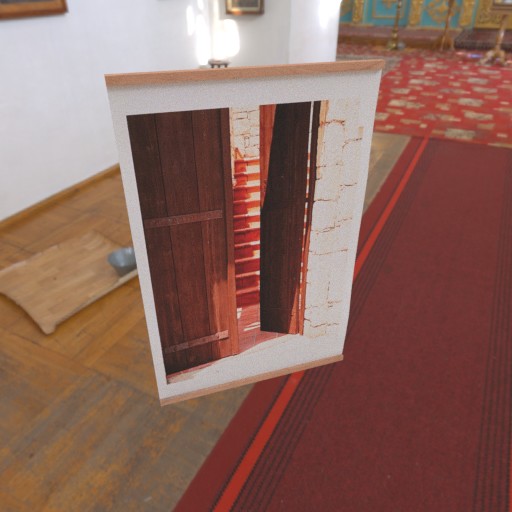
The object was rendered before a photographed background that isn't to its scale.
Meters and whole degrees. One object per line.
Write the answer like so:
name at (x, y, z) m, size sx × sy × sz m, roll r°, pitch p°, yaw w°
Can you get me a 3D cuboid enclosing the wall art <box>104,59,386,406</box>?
wall art at (0.000, 0.000, 0.640) m, size 0.332 × 0.508 × 0.012 m, roll -10°, pitch 33°, yaw -15°
